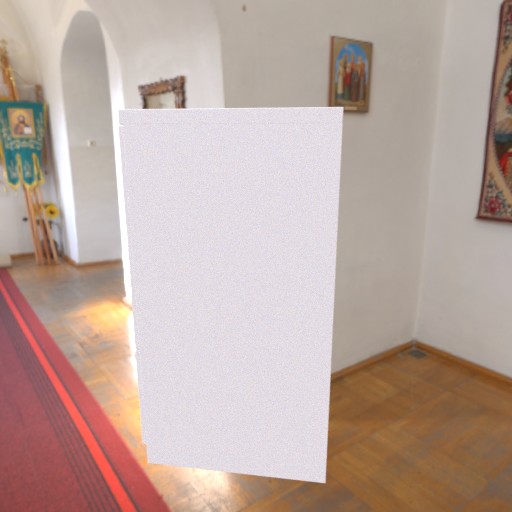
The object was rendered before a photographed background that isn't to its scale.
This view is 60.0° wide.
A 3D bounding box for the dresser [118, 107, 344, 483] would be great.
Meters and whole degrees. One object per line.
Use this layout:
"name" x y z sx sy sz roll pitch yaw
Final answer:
"dresser" 0.000 0.000 1.249 0.420 0.740 0.830 2 15 9
